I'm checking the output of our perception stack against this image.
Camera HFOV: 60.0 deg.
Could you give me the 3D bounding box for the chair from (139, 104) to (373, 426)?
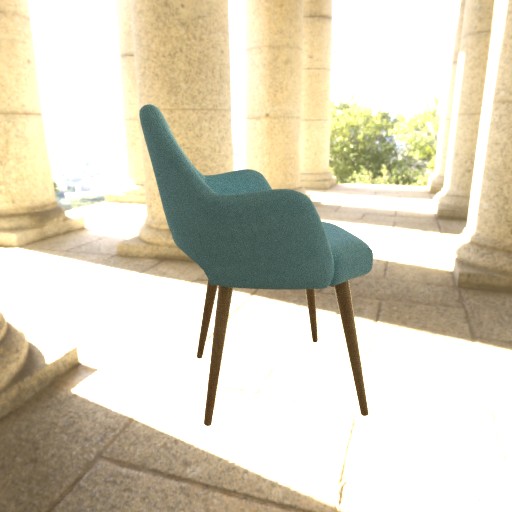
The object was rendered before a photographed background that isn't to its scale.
[{"bbox_3d":[0.000,0.000,1.312,0.610,0.840,0.590,-3,16,-10],"label":"chair"}]
